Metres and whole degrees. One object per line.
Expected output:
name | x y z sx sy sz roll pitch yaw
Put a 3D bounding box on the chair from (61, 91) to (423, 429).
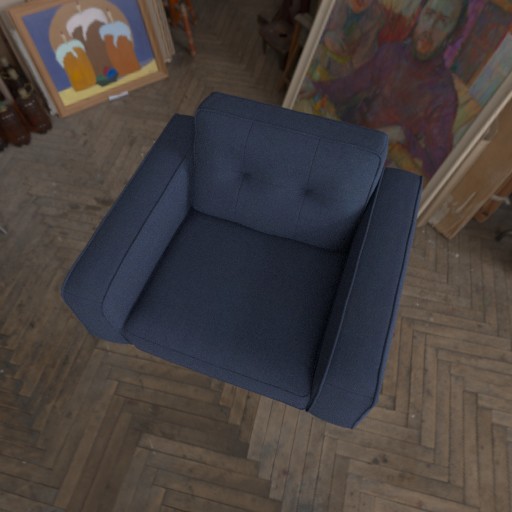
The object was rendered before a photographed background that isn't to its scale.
chair | 0.000 0.000 1.769 1.118 0.783 0.953 17 60 10
